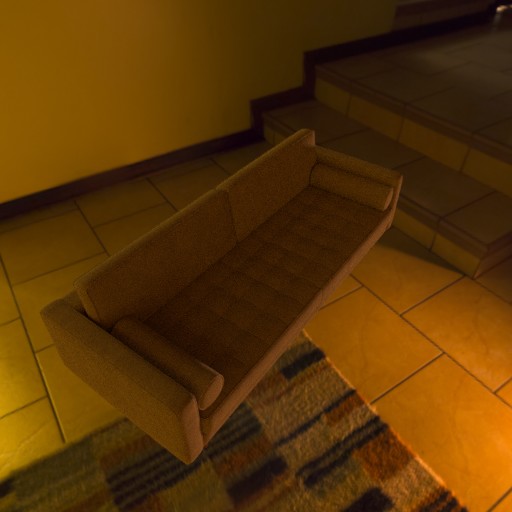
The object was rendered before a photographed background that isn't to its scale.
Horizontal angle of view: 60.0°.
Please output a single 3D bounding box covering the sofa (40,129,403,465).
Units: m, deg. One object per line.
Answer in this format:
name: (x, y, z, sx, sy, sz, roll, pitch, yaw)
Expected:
sofa: (0.000, 0.000, 2.631, 0.919, 0.770, 2.200, 26, 47, 27)
